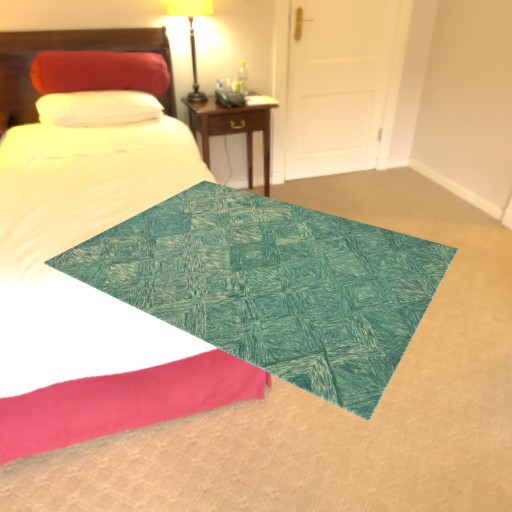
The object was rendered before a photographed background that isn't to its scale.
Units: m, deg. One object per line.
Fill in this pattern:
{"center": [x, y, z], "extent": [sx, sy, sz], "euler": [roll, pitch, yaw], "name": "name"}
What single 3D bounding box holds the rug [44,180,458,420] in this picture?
{"center": [0.000, 0.000, 4.290], "extent": [3.217, 0.027, 2.405], "euler": [19, 37, 28], "name": "rug"}
